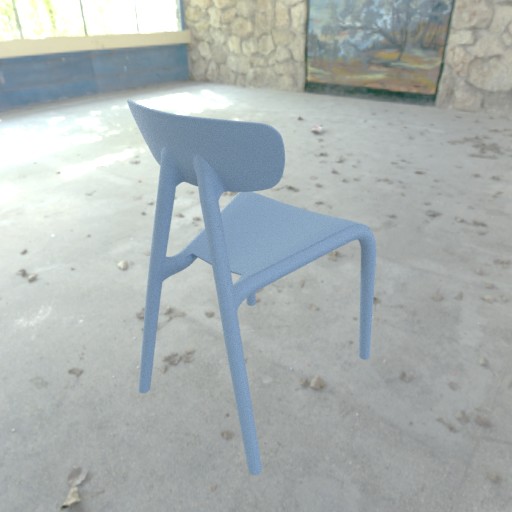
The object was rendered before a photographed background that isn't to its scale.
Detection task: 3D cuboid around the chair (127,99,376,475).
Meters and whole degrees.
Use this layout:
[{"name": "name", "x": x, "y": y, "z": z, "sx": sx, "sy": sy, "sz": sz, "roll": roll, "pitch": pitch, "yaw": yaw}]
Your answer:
[{"name": "chair", "x": 0.000, "y": 0.000, "z": 0.833, "sx": 0.356, "sy": 0.580, "sz": 0.401, "roll": 21, "pitch": 36, "yaw": 33}]
